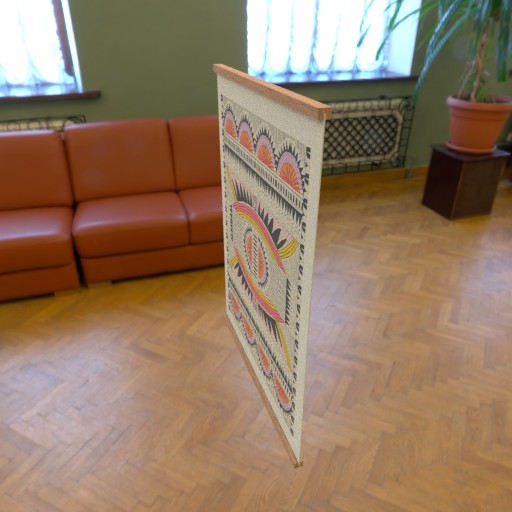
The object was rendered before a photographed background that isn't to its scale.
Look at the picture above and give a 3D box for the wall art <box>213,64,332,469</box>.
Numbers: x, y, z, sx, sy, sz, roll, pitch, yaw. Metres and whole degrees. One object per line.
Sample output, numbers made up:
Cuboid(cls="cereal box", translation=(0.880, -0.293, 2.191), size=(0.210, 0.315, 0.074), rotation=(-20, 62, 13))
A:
Cuboid(cls="wall art", translation=(0.000, 0.000, 1.362), size=(0.028, 1.016, 0.765), rotation=(-10, 31, -17))
